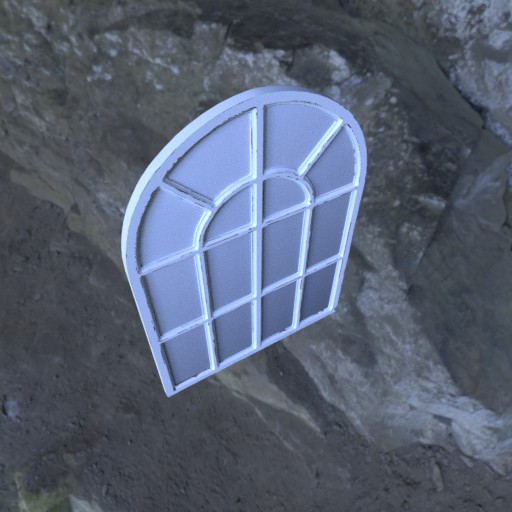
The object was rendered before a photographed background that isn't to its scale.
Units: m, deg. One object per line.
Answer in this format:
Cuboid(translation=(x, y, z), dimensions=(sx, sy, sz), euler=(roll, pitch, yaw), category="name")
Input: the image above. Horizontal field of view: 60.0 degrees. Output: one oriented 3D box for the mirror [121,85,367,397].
Cuboid(translation=(0.000, 0.000, 1.181), dimensions=(0.660, 0.920, 0.032), euler=(-23, 51, -20), category="mirror")
